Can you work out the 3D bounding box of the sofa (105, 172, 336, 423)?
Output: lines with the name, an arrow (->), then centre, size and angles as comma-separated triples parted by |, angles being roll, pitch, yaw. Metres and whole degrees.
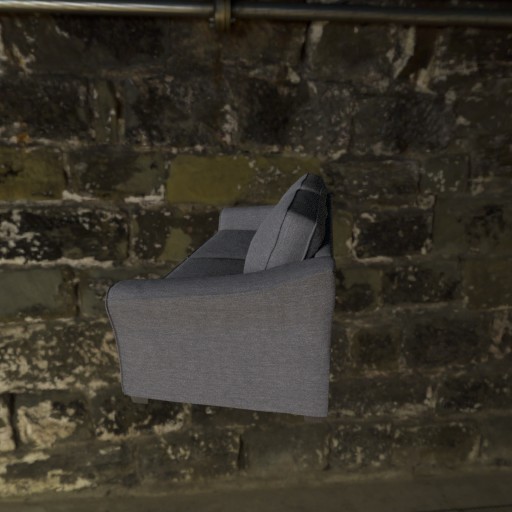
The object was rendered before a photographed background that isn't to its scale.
sofa -> 0.000, 0.000, 2.861 | 0.971, 0.950, 2.270 | 2, 15, 9
